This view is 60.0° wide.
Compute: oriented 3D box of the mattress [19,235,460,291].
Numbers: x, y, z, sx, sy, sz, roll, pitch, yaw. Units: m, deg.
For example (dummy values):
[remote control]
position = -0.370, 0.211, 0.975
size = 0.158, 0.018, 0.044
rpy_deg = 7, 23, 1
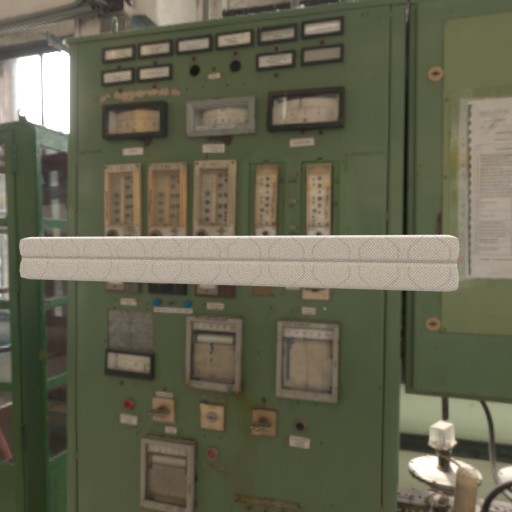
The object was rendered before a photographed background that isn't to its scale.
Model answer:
[mattress]
position = 0.000, 0.000, 2.466
size = 1.900, 0.200, 1.400
rpy_deg = 1, 2, 17
